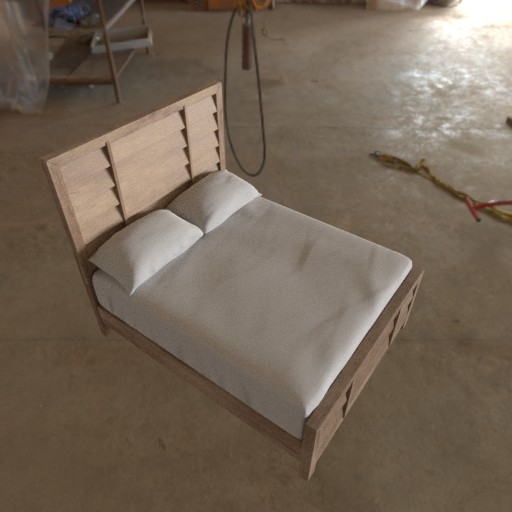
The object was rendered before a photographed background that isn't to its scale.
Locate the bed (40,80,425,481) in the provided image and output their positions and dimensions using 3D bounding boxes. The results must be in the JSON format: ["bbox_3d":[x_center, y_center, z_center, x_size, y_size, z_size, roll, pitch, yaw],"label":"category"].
[{"bbox_3d":[0.000,0.000,3.208,2.017,1.631,1.615,26,47,27],"label":"bed"}]
